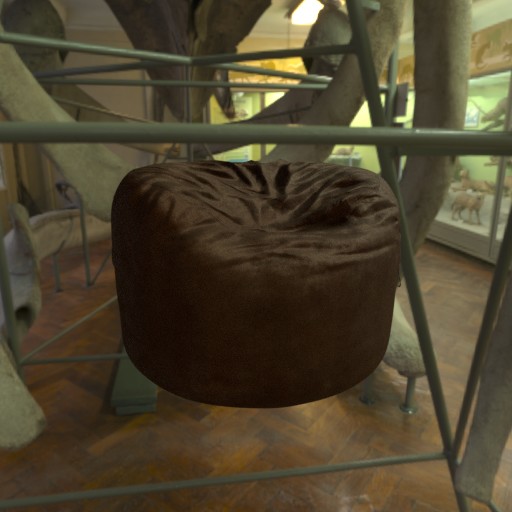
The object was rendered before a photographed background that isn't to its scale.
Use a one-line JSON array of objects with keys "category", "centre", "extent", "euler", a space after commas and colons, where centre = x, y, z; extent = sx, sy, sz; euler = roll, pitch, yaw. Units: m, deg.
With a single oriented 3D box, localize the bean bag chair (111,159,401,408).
[{"category": "bean bag chair", "centre": [0.000, 0.000, 1.490], "extent": [0.918, 0.616, 0.918], "euler": [0, 15, 0]}]
